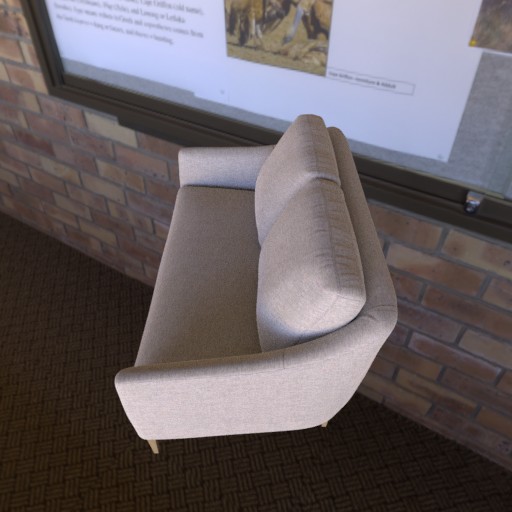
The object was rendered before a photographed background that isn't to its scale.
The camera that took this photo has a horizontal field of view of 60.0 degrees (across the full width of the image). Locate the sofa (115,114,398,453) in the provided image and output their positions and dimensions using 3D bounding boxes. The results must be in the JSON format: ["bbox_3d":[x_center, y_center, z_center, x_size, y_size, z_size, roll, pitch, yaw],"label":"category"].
[{"bbox_3d":[0.000,0.000,2.150,0.960,0.904,1.619,0,41,0],"label":"sofa"}]
